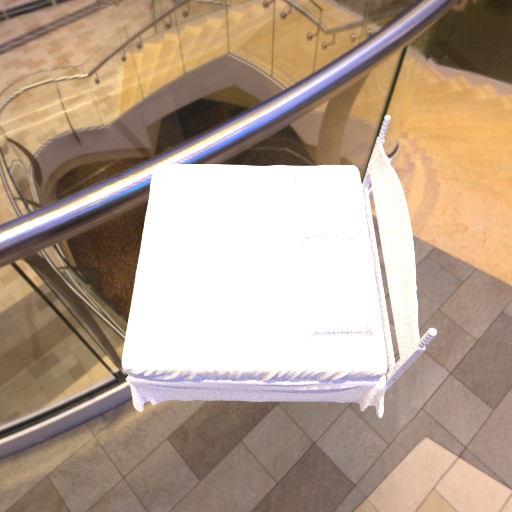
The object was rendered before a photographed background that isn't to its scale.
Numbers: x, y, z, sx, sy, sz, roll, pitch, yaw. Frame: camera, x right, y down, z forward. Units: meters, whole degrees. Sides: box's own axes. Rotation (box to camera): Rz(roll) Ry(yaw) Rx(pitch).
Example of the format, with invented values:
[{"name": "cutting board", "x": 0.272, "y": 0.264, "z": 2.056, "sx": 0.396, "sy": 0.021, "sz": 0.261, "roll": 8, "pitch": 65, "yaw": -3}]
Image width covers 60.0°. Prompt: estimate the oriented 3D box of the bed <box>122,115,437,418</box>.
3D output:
[{"name": "bed", "x": 0.000, "y": 0.000, "z": 3.710, "sx": 2.219, "sy": 1.355, "sz": 2.322, "roll": 0, "pitch": 59, "yaw": 0}]
